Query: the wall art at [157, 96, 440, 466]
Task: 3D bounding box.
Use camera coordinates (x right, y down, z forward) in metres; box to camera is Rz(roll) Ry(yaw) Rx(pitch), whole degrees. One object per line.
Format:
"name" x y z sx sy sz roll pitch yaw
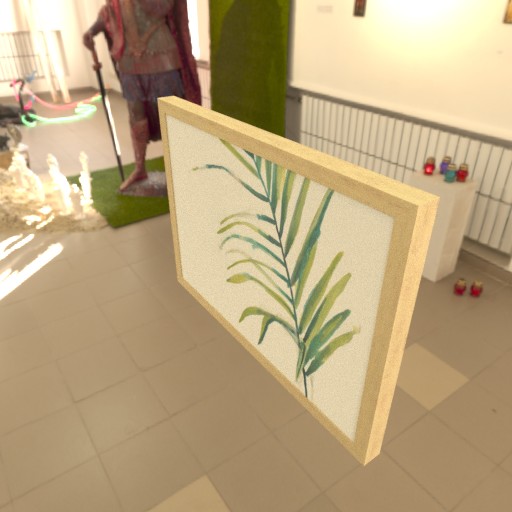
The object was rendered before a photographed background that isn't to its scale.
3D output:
"wall art" 0.000 0.000 0.681 0.032 0.380 0.532 -21 37 -30
